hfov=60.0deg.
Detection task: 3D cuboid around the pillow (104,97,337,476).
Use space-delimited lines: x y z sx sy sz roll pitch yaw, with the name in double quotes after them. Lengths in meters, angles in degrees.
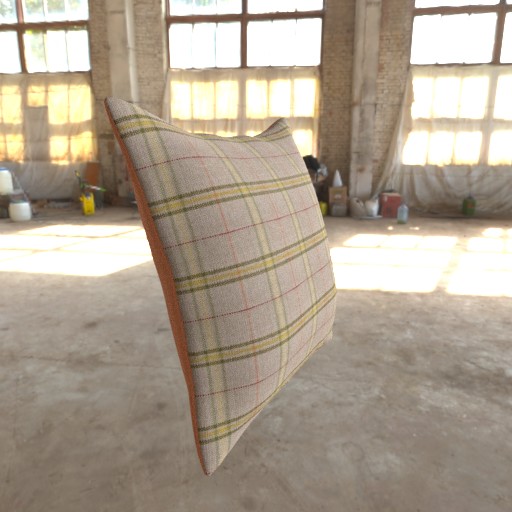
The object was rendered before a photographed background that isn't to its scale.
0.000 0.000 0.677 0.200 0.430 0.453 7 16 27 "pillow"
